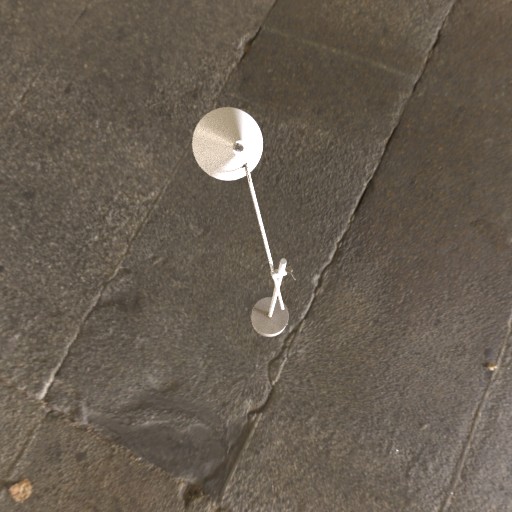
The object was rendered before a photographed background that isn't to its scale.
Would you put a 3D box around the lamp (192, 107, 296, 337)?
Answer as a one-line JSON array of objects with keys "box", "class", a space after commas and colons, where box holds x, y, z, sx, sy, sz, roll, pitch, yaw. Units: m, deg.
[{"box": [0.000, 0.000, 1.635, 0.223, 1.430, 0.508, -18, 76, -5], "class": "lamp"}]
